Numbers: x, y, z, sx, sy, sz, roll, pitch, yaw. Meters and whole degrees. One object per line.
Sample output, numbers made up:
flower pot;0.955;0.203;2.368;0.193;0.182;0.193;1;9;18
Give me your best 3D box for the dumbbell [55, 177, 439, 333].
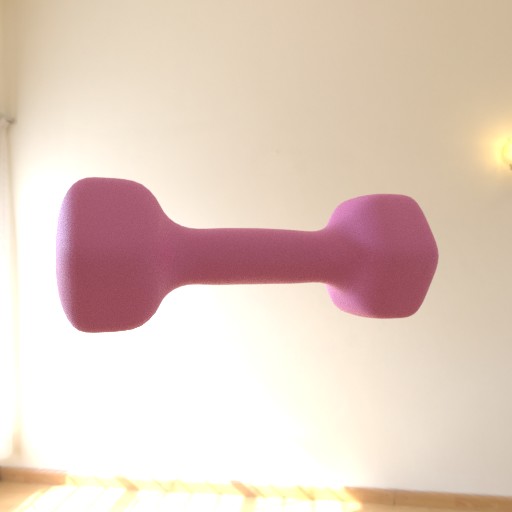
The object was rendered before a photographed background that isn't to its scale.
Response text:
dumbbell;0.000;0.000;0.193;0.159;0.058;0.064;0;-1;-18
